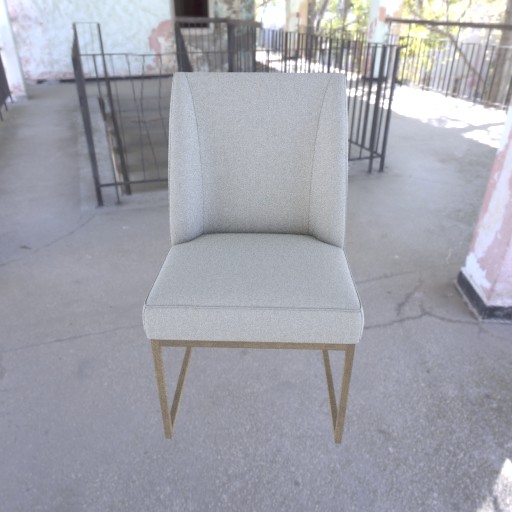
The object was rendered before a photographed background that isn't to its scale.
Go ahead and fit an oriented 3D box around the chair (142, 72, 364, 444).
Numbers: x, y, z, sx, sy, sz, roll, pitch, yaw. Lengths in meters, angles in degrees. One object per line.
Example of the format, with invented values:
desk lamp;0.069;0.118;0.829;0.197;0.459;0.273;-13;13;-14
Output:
chair;0.000;0.000;1.195;0.508;0.863;0.522;1;30;2
